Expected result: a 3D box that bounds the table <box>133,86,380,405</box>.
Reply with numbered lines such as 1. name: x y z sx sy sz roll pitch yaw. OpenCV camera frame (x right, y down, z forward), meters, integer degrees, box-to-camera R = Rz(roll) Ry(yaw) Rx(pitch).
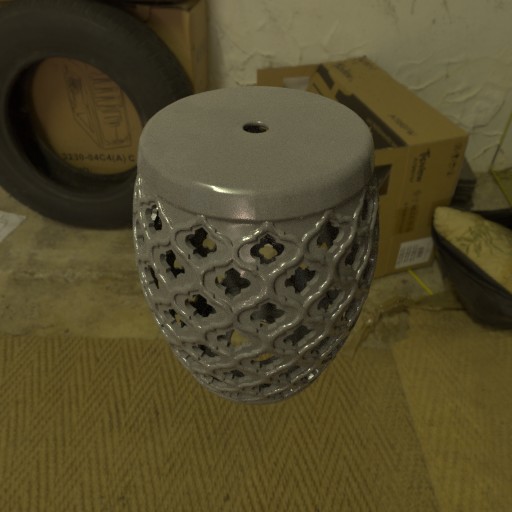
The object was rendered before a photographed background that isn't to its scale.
1. table: 0.000 0.000 0.627 0.325 0.388 0.325 0 41 0
